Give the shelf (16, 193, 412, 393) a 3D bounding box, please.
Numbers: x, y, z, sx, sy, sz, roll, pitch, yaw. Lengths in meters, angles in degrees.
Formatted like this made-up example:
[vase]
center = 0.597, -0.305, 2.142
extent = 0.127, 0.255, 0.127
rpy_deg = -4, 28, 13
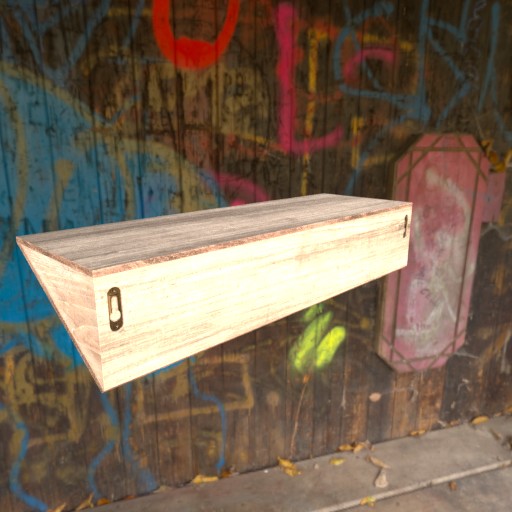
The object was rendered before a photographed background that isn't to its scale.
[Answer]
[shelf]
center = 0.000, 0.000, 0.684
extent = 0.200, 0.125, 0.610
rpy_deg = 14, 20, 43
